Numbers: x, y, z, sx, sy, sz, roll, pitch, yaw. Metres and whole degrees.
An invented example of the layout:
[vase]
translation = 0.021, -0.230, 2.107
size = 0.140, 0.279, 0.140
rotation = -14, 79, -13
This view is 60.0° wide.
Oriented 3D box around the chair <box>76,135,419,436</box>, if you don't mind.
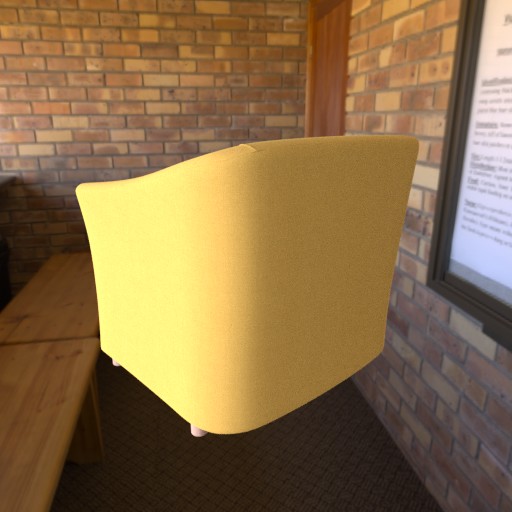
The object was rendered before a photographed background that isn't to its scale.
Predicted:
[chair]
translation = 0.000, 0.000, 1.343
size = 0.790, 0.720, 0.700
rotation = -15, 23, -40
